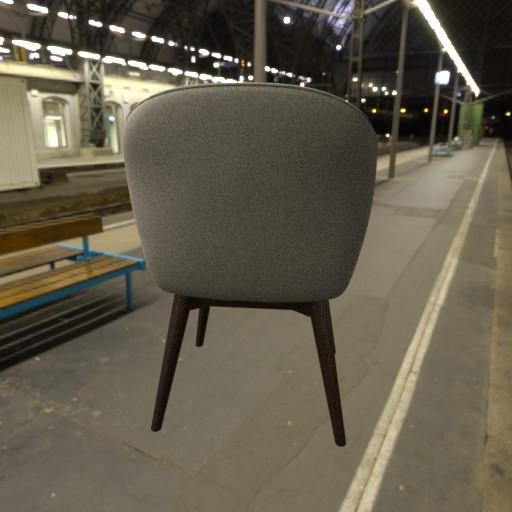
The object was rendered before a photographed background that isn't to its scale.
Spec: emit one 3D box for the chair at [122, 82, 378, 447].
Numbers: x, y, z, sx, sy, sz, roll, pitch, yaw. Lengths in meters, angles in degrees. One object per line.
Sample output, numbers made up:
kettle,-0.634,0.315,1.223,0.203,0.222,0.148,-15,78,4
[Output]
chair,0.000,0.000,1.184,0.589,0.810,0.611,2,16,7
